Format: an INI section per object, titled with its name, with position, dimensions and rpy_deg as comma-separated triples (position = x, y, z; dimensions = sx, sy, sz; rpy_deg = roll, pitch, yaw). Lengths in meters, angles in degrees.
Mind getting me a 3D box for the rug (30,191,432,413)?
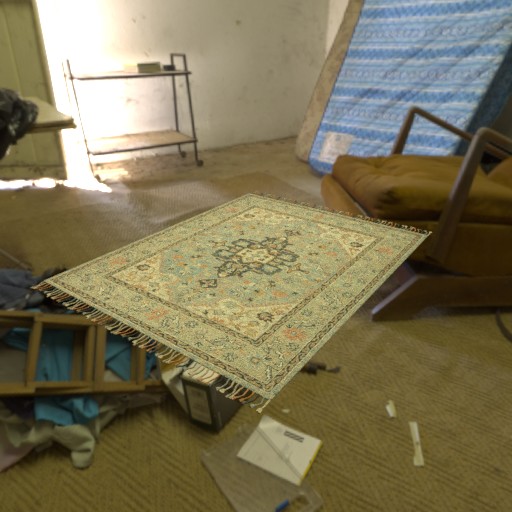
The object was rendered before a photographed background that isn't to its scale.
[rug]
position = 0.000, 0.000, 3.515
dimensions = 1.971, 0.010, 2.651
rpy_deg = 18, 32, 32
